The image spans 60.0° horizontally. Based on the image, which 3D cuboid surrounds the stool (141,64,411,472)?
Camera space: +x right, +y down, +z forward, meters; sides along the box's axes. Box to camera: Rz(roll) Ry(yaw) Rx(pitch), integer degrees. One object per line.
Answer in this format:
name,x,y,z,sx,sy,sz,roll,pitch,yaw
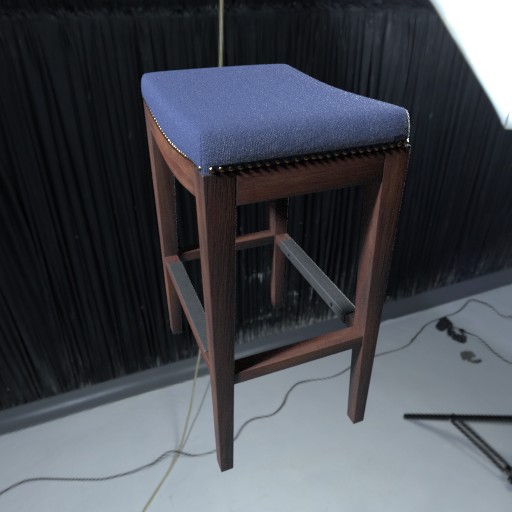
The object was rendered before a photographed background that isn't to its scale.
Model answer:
stool,0.000,0.000,1.010,0.358,0.740,0.498,-12,34,-18
